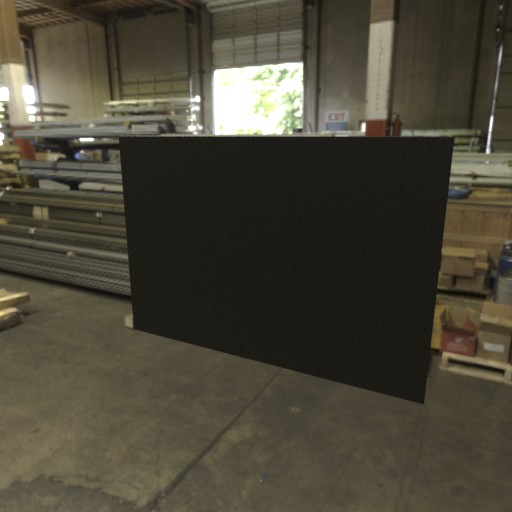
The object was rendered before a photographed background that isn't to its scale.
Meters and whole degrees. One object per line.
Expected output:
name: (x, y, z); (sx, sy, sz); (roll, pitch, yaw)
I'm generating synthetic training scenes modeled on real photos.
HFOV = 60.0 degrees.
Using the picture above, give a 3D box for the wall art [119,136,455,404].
wall art: (0.000, 0.000, 1.553); (1.192, 0.811, 0.013); (8, 17, 27)
